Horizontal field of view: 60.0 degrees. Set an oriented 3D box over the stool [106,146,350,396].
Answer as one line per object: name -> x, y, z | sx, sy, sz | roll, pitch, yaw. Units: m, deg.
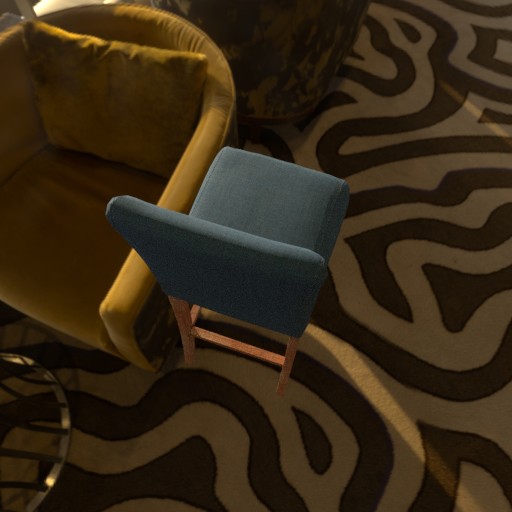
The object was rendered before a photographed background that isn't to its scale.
stool -> 0.000, 0.000, 1.390 | 0.454, 1.088, 0.574 | 17, 64, 9
